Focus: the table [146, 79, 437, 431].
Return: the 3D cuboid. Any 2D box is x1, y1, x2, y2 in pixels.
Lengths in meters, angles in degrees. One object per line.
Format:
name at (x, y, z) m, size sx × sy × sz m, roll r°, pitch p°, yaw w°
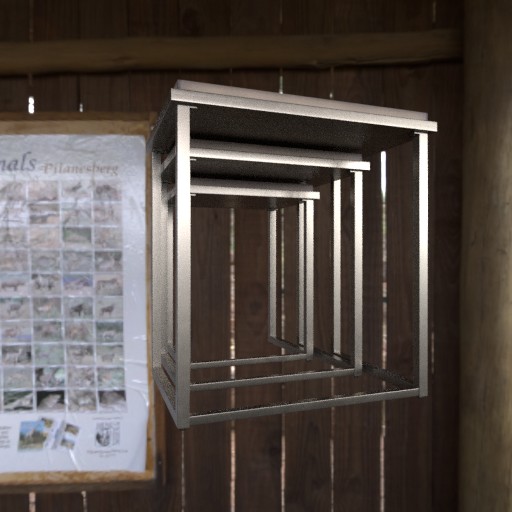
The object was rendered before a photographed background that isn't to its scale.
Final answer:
table at (0.000, 0.000, 1.174) m, size 0.559 × 0.610 × 0.706 m, roll 0°, pitch 0°, yaw -20°
